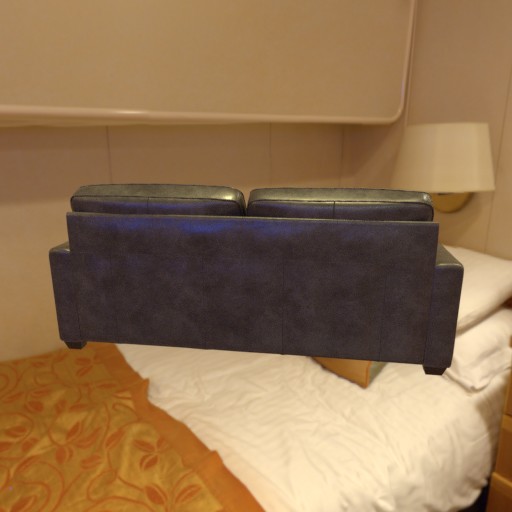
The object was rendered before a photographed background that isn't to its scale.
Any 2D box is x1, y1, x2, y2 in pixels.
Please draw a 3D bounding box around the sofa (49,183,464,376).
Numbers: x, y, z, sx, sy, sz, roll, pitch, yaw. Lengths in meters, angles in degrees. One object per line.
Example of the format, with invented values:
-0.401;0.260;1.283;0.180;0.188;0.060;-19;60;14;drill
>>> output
0.000;0.000;2.619;2.081;0.916;0.939;2;16;8;sofa
